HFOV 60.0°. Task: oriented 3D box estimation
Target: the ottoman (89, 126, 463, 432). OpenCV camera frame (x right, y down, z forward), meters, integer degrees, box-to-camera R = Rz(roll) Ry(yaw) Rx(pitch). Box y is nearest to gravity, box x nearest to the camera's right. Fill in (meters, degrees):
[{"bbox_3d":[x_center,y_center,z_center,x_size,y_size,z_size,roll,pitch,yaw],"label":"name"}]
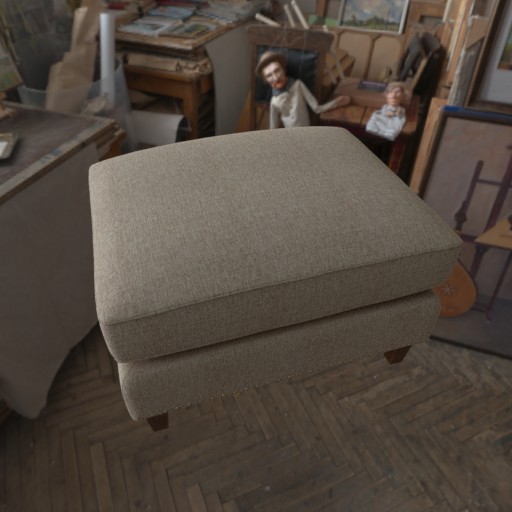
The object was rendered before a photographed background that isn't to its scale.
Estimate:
[{"bbox_3d":[0.000,0.000,1.144,0.741,0.513,0.584,-12,43,-13],"label":"ottoman"}]
